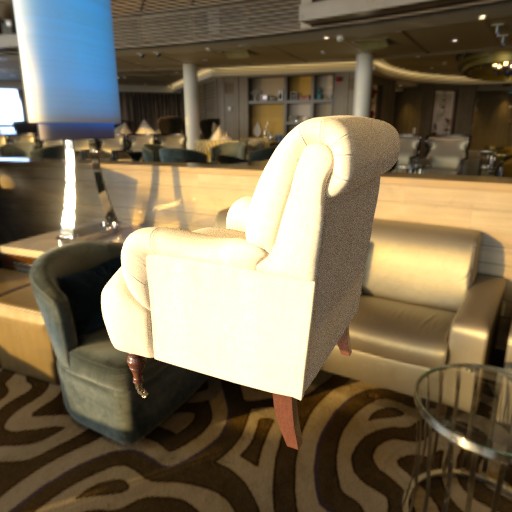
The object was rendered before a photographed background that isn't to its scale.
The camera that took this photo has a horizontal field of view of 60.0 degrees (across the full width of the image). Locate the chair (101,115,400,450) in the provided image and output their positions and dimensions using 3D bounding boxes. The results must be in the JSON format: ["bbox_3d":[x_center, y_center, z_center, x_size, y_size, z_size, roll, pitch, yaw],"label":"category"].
[{"bbox_3d":[0.000,0.000,1.574,0.842,0.944,0.766,8,18,24],"label":"chair"}]
